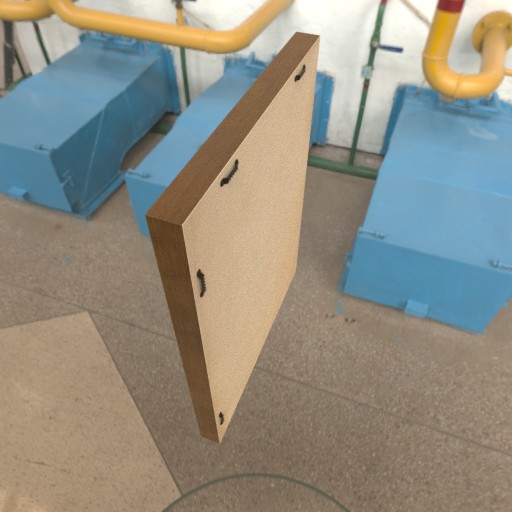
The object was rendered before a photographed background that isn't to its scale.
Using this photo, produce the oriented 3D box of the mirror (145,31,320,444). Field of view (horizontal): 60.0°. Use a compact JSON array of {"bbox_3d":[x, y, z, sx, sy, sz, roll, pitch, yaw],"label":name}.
[{"bbox_3d":[0.000,0.000,0.680,0.041,0.508,0.405,16,50,14],"label":"mirror"}]
